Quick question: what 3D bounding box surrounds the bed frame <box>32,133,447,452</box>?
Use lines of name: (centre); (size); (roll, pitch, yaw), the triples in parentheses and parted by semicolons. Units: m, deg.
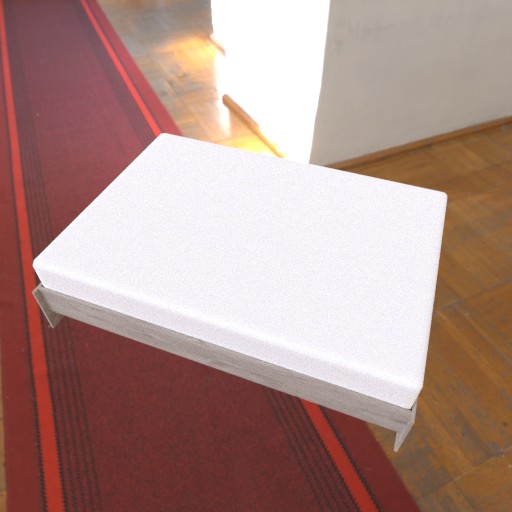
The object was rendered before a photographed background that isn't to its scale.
bed frame: (0.000, 0.000, 2.583); (1.945, 0.497, 1.445); (15, 48, 14)
